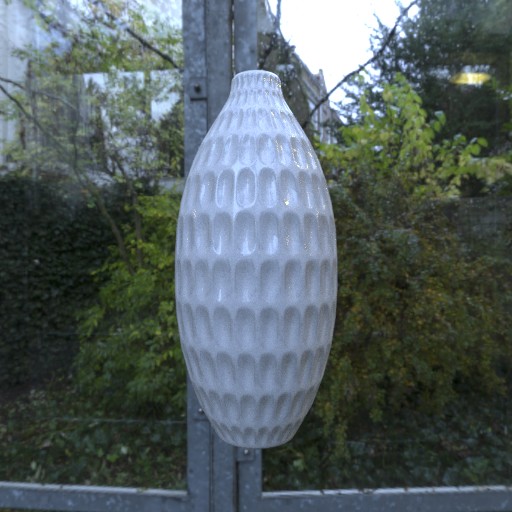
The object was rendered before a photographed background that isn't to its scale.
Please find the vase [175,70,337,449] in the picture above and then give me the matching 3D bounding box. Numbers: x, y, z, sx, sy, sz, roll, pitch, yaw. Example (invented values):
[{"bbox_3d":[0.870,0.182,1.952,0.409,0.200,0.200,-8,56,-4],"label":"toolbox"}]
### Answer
[{"bbox_3d":[0.000,0.000,0.353,0.127,0.282,0.127,0,0,0],"label":"vase"}]
